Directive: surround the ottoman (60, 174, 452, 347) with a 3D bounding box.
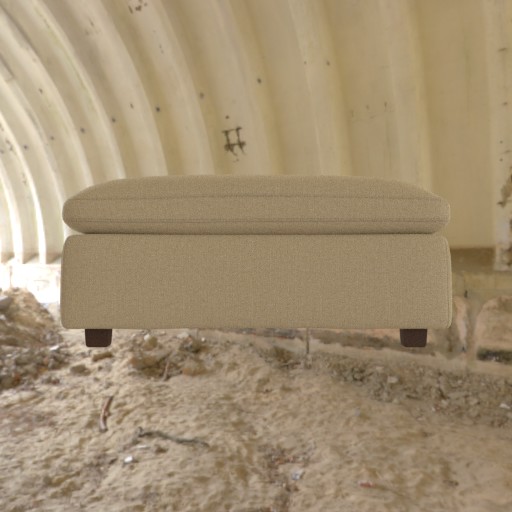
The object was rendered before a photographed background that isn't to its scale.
[{"bbox_3d":[0.000,0.000,1.535,0.996,0.467,0.977,0,-1,0],"label":"ottoman"}]
